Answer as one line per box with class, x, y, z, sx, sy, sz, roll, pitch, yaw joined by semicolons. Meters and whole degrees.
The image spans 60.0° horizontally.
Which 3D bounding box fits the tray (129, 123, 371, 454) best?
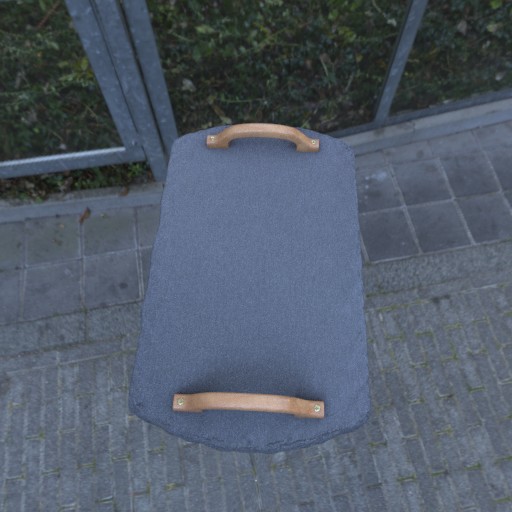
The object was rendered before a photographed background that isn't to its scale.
tray;0.000;0.000;0.476;0.231;0.062;0.387;2;63;1
